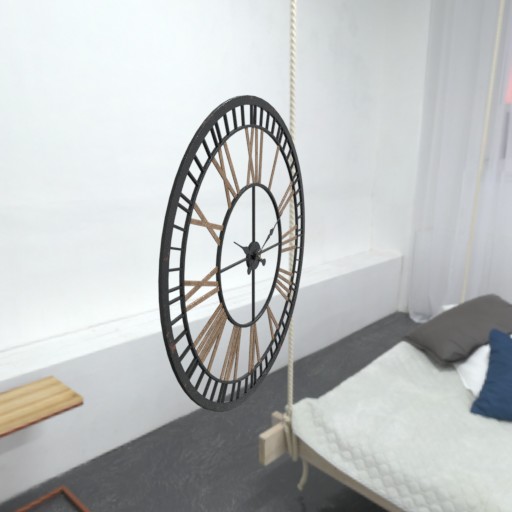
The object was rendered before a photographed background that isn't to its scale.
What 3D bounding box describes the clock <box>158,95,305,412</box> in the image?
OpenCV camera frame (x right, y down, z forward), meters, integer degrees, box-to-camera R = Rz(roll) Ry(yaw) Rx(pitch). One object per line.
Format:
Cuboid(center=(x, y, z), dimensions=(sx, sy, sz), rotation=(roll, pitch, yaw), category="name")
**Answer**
Cuboid(center=(0.000, 0.000, 1.233), dimensions=(0.025, 0.843, 0.843), rotation=(6, 15, 24), category="clock")
